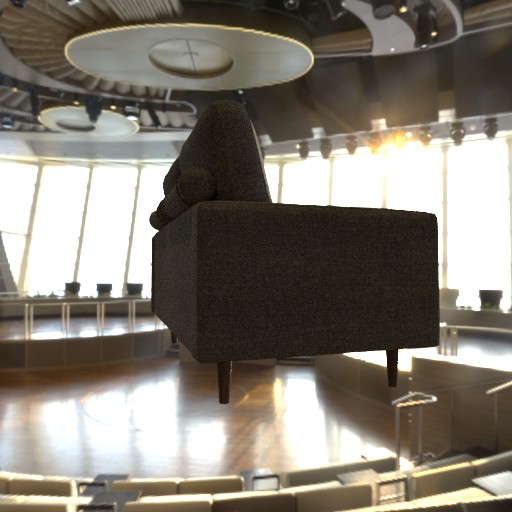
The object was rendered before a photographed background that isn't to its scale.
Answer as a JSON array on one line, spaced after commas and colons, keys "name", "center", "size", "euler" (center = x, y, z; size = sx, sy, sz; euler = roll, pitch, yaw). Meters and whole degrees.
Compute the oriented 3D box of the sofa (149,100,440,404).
[{"name": "sofa", "center": [0.000, 0.000, 1.948], "size": [0.842, 0.907, 1.407], "euler": [0, -1, -18]}]
